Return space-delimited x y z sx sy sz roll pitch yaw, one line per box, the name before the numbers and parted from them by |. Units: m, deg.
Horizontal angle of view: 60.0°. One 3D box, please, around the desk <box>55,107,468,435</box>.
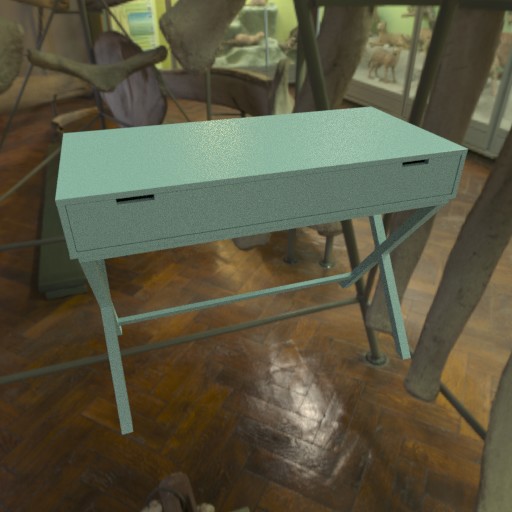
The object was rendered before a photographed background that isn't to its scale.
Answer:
desk | 0.000 0.000 1.481 1.059 0.780 0.509 -10 33 -15
